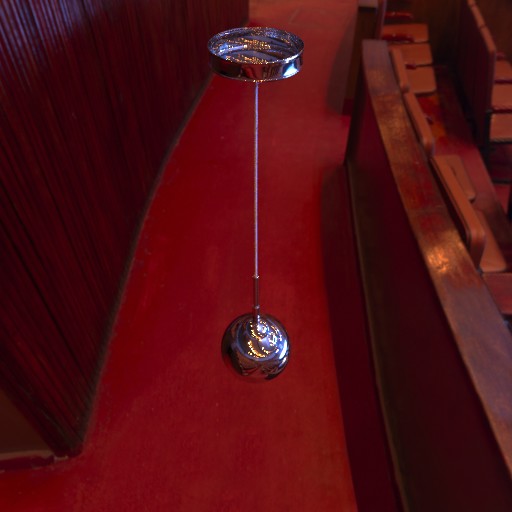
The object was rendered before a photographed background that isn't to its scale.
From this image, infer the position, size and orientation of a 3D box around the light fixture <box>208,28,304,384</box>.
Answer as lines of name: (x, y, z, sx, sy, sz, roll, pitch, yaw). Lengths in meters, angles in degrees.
light fixture: (0.000, 0.000, 1.680, 0.336, 1.538, 0.336, -4, 45, -4)
